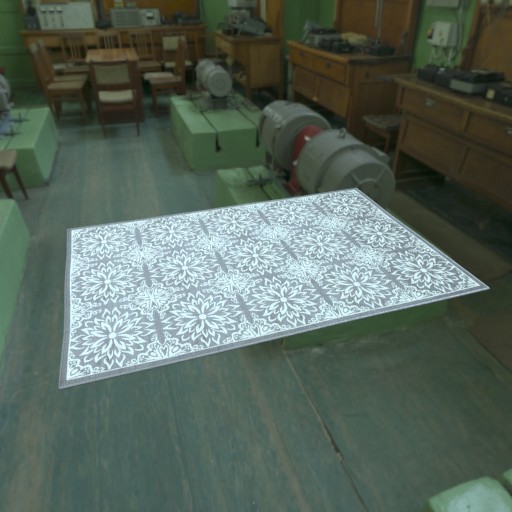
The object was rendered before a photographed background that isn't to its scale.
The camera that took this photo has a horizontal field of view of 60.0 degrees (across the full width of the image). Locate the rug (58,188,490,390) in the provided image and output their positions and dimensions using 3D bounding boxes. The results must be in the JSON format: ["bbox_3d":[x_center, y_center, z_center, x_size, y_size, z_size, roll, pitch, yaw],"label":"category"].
[{"bbox_3d":[0.000,0.000,3.367,2.746,0.018,1.819,-10,33,-16],"label":"rug"}]
